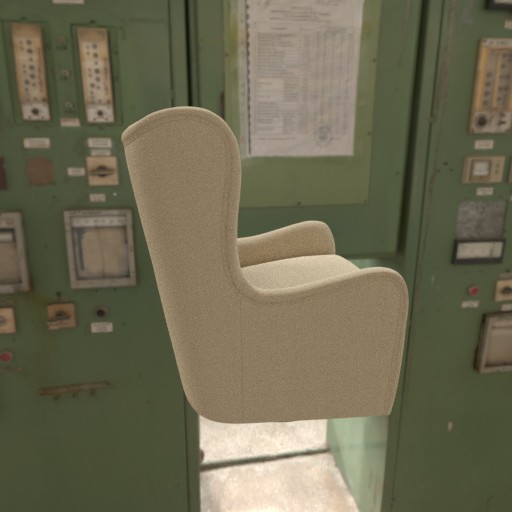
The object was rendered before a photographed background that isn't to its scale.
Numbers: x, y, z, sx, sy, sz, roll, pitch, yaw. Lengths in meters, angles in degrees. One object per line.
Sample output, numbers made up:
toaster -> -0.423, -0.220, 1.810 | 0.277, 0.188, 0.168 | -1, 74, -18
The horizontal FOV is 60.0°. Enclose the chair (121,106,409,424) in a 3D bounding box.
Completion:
chair -> 0.000, 0.000, 1.732 | 0.929, 1.079, 0.831 | -3, 17, -9
